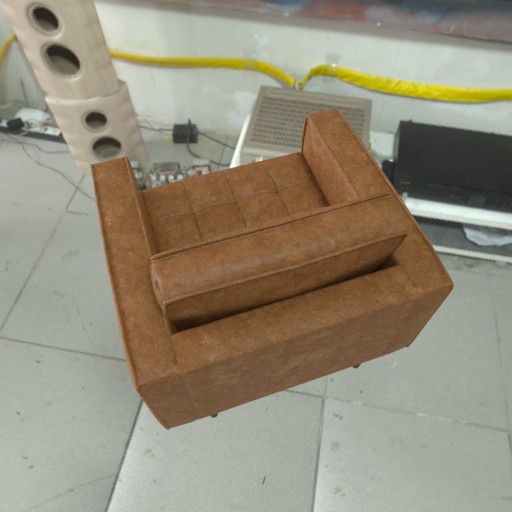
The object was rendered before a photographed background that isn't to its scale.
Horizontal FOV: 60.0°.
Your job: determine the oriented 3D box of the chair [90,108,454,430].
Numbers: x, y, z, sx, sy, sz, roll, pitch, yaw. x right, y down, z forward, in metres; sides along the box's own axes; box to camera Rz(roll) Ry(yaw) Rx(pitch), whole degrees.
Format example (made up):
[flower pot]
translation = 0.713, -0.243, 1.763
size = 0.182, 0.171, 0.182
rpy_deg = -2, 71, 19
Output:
[chair]
translation = 0.000, 0.000, 1.486
size = 0.928, 0.767, 0.798
rpy_deg = -16, 58, -10
